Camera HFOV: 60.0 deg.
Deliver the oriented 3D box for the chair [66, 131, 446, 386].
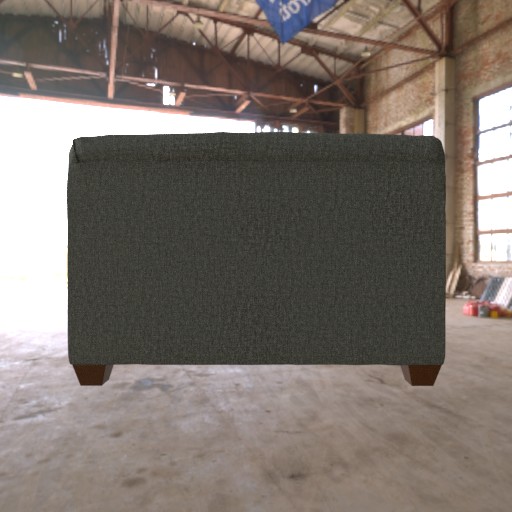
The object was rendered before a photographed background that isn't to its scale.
[{"bbox_3d":[0.000,0.000,2.074,1.383,0.948,1.000,0,1,0],"label":"chair"}]
